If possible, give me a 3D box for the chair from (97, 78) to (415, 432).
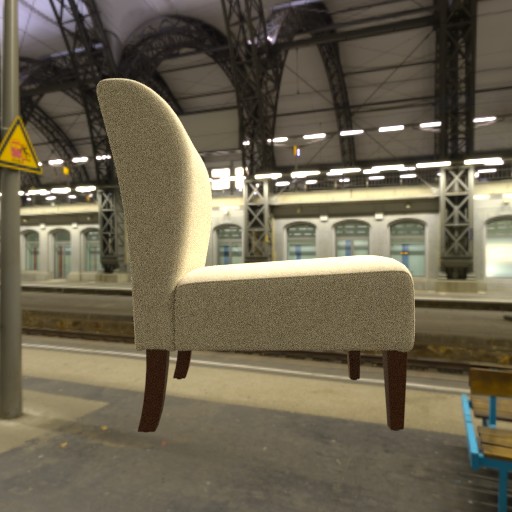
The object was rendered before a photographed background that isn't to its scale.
[{"bbox_3d":[0.000,0.000,1.274,0.754,0.833,0.521,0,0,0],"label":"chair"}]
